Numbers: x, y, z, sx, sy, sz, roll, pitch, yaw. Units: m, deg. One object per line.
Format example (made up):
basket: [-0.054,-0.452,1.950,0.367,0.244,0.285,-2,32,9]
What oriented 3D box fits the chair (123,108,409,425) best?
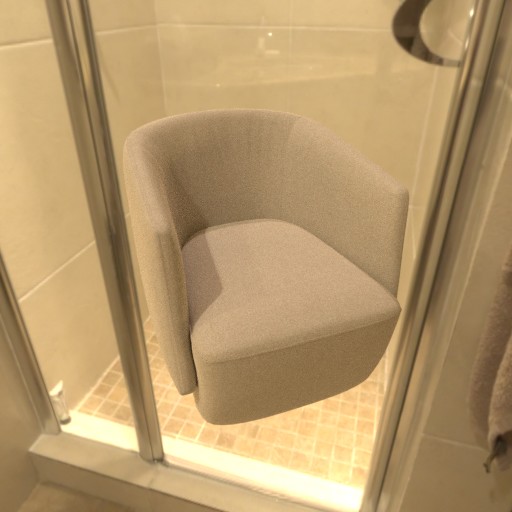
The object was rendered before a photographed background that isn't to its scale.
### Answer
chair: [0.000,0.000,1.635,0.822,0.861,0.986,-11,32,-18]
